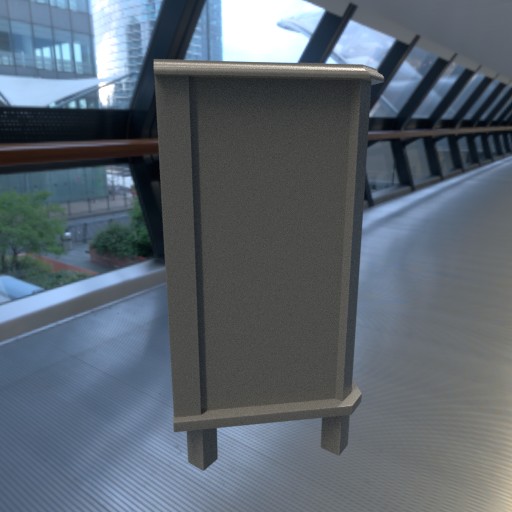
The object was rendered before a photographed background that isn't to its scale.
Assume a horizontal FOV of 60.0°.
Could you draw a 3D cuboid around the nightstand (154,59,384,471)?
[{"bbox_3d":[0.000,0.000,0.914,0.348,0.680,0.435,-2,15,-9],"label":"nightstand"}]
